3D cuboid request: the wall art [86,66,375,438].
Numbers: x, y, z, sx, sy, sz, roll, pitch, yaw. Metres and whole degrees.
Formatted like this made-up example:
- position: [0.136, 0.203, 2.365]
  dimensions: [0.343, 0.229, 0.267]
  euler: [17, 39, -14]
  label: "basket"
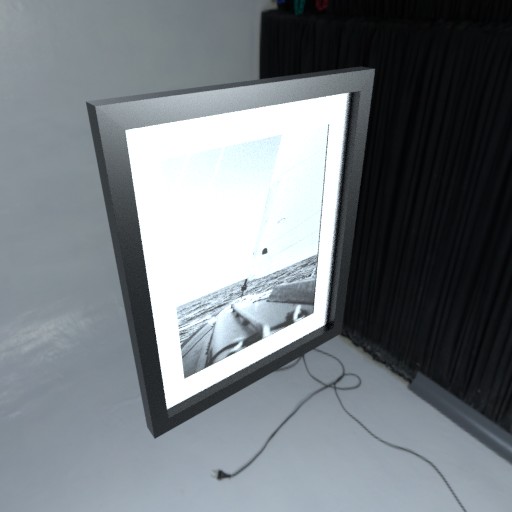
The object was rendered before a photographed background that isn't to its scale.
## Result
- position: [0.000, 0.000, 0.755]
  dimensions: [0.461, 0.558, 0.031]
  euler: [-21, 37, -31]
  label: "wall art"
